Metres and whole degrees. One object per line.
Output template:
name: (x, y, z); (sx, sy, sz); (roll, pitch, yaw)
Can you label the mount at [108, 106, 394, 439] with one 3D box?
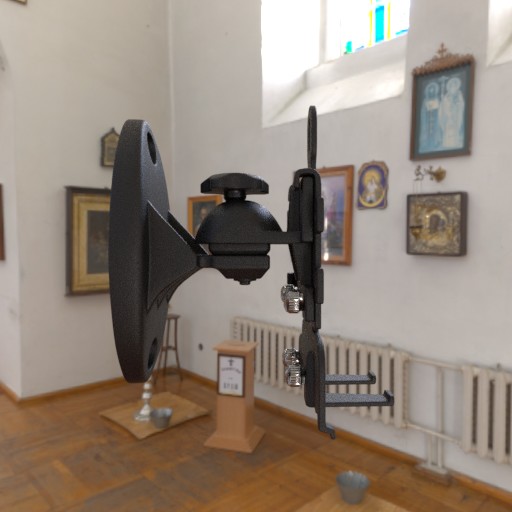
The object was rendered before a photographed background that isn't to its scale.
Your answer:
mount: (0.000, 0.000, 0.176); (0.100, 0.118, 0.066); (0, 1, 1)
